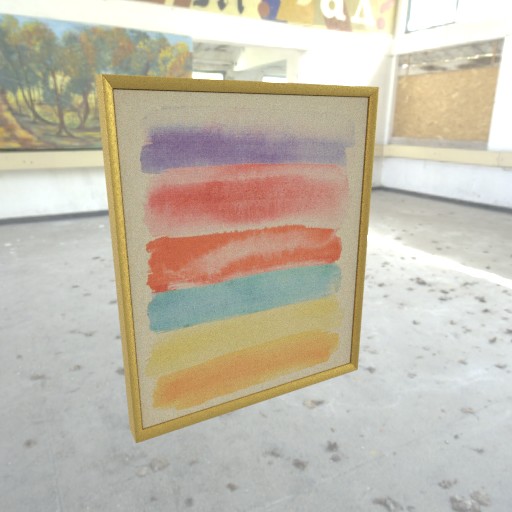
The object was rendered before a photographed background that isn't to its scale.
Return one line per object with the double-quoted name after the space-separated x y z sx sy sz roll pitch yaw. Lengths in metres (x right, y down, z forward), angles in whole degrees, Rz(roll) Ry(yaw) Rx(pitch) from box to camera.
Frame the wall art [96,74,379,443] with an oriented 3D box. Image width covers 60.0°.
0.000 0.000 0.878 0.537 0.642 0.048 -9 19 -27 "wall art"
